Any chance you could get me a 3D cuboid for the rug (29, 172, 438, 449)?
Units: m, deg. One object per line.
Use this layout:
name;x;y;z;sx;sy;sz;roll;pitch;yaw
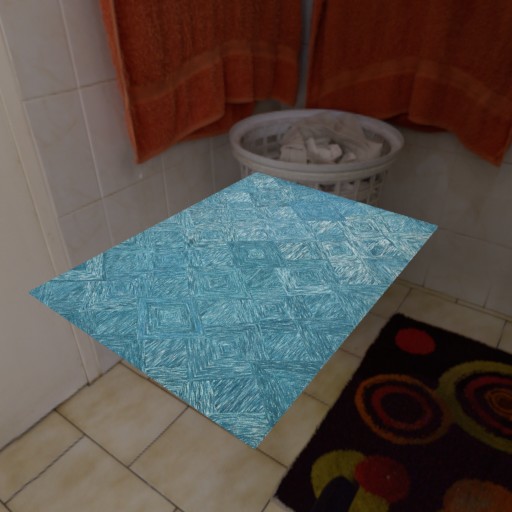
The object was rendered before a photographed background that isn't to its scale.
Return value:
rug;0.000;0.000;4.221;2.405;0.027;3.217;23;40;30
